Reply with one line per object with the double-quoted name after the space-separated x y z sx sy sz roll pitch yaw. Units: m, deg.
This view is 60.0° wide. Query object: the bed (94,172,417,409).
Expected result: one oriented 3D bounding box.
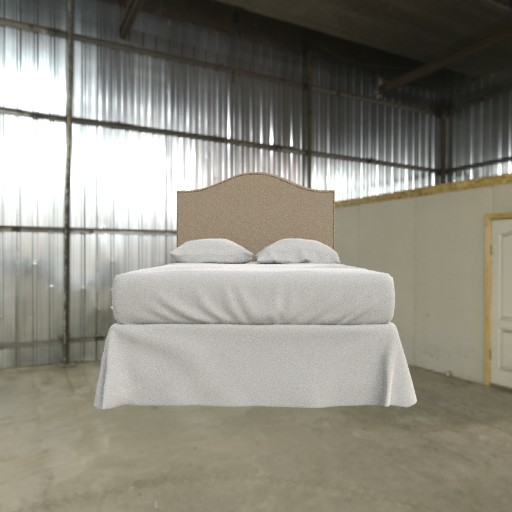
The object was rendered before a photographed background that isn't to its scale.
0.000 0.000 3.458 1.876 1.645 2.221 0 1 0 "bed"
